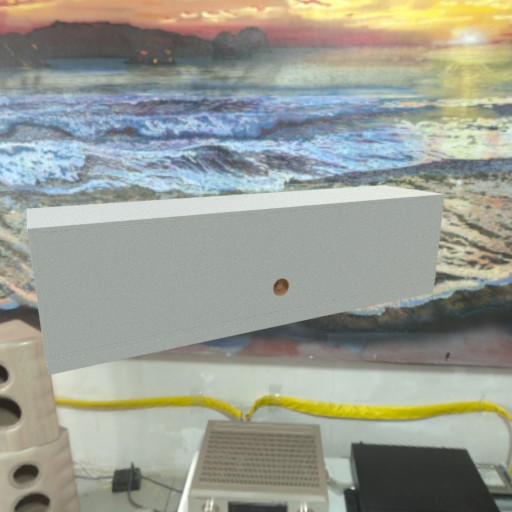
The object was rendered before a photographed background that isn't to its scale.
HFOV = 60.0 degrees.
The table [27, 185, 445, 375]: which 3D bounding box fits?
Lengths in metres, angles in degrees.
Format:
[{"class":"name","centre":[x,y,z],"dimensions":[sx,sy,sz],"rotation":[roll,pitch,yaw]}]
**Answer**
[{"class":"table","centre":[0.000,0.000,1.734],"dimensions":[1.550,0.440,0.400],"rotation":[-8,17,-26]}]
